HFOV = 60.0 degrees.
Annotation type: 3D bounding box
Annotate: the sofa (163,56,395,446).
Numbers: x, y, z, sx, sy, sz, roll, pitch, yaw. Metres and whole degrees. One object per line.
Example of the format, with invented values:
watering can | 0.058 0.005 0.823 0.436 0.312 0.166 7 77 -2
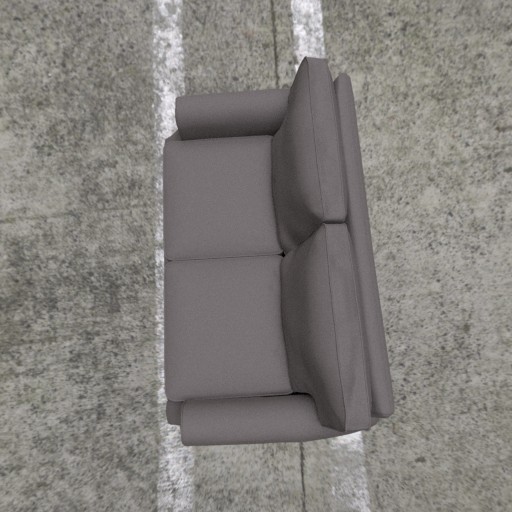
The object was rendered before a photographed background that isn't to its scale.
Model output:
sofa | 0.000 0.000 2.140 0.964 0.937 1.665 -3 75 -1
